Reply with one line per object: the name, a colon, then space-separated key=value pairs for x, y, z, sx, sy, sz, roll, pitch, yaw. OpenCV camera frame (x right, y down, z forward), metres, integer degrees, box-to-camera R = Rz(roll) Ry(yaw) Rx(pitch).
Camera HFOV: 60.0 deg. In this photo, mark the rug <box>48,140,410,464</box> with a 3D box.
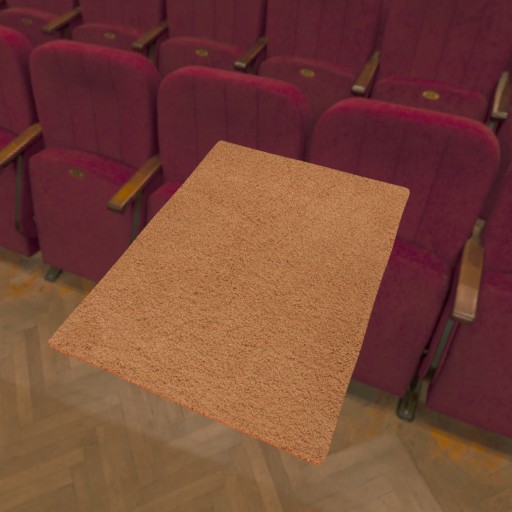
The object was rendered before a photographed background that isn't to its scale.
rug: x=0.000 y=0.000 z=2.166 sx=1.199 sy=0.025 sz=1.600 roll=18 pitch=51 yaw=15
